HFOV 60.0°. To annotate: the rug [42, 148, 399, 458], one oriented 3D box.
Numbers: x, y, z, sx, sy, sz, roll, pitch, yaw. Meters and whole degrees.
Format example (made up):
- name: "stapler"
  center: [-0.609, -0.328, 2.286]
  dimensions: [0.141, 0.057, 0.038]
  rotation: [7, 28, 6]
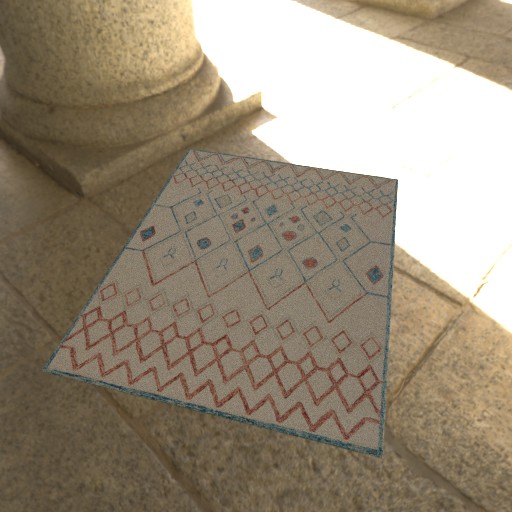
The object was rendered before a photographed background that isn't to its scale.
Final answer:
- name: "rug"
  center: [0.000, 0.000, 4.043]
  dimensions: [2.441, 0.016, 3.050]
  rotation: [11, 47, 10]
